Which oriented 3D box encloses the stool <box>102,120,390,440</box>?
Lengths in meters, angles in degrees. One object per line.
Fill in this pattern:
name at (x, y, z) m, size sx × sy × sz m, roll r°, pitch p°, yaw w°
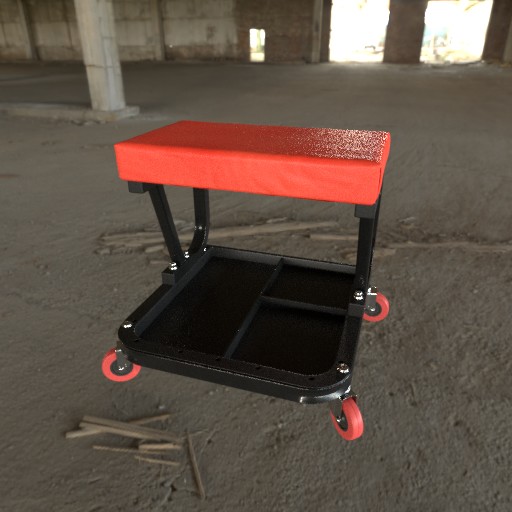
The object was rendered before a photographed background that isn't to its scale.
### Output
stool at (0.000, 0.000, 0.728) m, size 0.446 × 0.380 × 0.371 m, roll 8°, pitch 27°, yaw 16°
